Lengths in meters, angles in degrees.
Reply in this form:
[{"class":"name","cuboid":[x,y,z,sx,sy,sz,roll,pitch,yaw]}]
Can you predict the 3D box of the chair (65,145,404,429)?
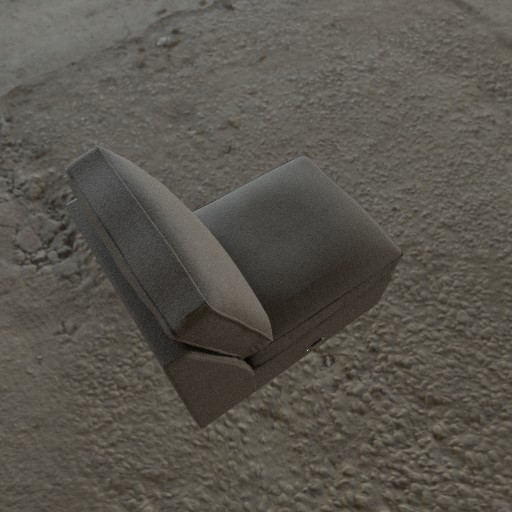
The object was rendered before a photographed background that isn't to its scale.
[{"class":"chair","cuboid":[0.000,0.000,1.571,0.938,0.970,0.621,-31,63,-18]}]
